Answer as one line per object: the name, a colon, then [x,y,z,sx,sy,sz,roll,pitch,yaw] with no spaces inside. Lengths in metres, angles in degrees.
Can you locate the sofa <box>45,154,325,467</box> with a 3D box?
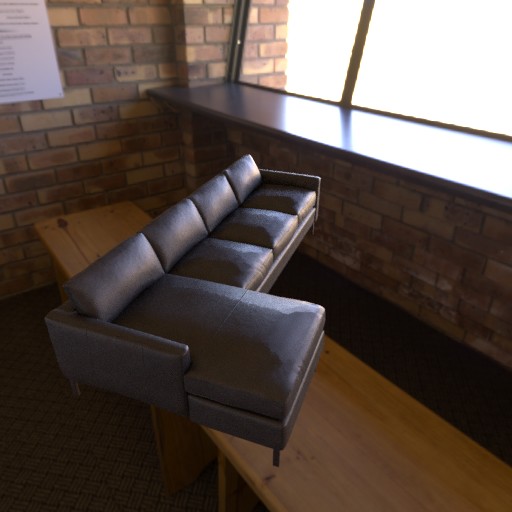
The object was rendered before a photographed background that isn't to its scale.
sofa: [0.000,0.000,3.622,1.471,0.859,2.993,11,31,18]
